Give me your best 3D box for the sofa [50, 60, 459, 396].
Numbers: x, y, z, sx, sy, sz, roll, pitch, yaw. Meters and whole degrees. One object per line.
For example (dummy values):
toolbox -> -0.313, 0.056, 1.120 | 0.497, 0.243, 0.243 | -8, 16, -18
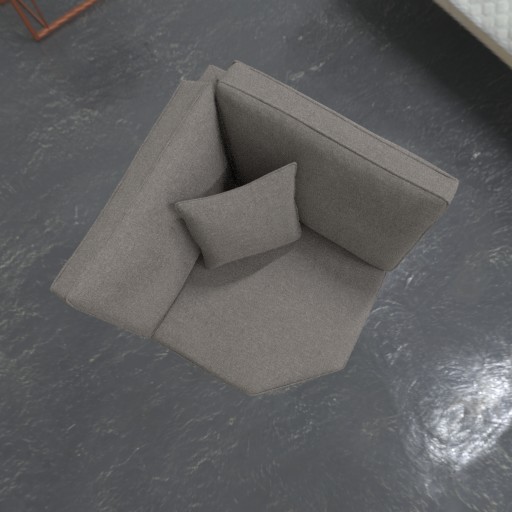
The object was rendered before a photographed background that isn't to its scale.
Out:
sofa -> 0.000, 0.000, 1.842 | 1.042, 0.951, 1.050 | 30, 77, 7
